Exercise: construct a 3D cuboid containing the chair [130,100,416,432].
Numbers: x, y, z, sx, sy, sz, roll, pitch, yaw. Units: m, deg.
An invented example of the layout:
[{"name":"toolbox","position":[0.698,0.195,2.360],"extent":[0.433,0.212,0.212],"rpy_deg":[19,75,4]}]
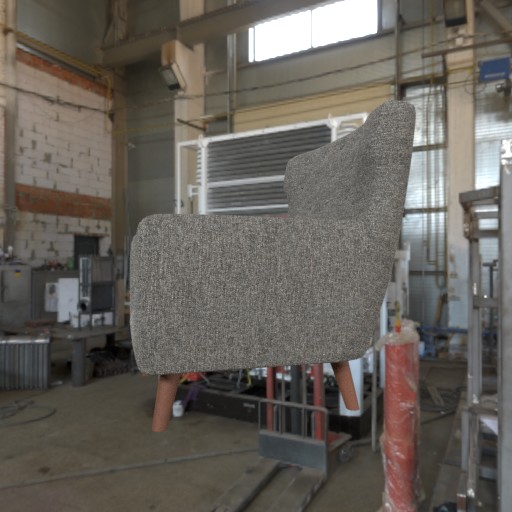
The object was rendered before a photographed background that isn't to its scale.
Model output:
[{"name":"chair","position":[0.000,0.000,1.733],"extent":[0.940,1.039,0.889],"rpy_deg":[0,-1,-17]}]
